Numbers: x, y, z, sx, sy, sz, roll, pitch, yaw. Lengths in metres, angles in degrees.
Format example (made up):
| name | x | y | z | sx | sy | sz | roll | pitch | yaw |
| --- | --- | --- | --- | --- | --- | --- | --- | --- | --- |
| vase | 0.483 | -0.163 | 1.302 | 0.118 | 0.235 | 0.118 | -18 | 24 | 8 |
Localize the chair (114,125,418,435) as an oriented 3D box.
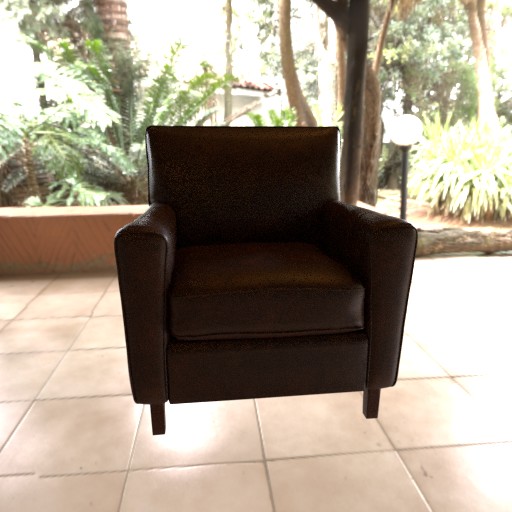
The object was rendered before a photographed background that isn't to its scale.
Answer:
| name | x | y | z | sx | sy | sz | roll | pitch | yaw |
| --- | --- | --- | --- | --- | --- | --- | --- | --- | --- |
| chair | 0.000 | 0.000 | 1.635 | 0.870 | 0.943 | 0.823 | -2 | 15 | -7 |
